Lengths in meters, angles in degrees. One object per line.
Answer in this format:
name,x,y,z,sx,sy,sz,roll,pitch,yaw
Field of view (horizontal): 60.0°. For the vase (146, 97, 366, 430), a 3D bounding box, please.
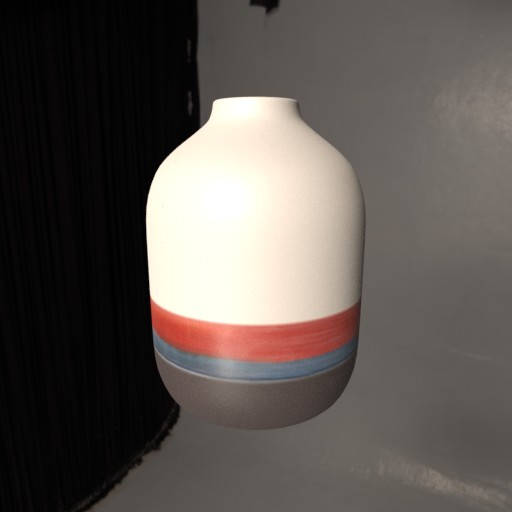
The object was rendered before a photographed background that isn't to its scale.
vase,0.000,0.000,0.358,0.169,0.237,0.169,0,14,0
